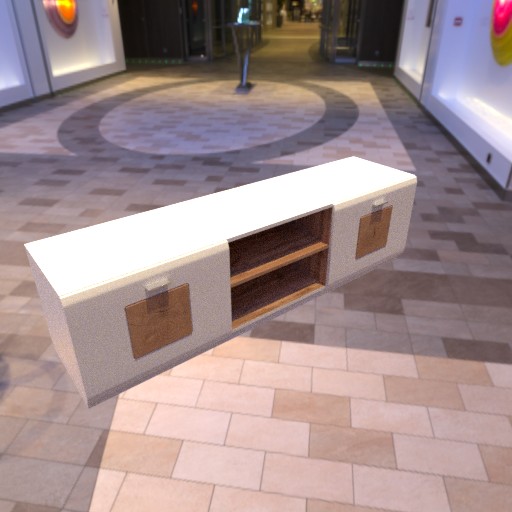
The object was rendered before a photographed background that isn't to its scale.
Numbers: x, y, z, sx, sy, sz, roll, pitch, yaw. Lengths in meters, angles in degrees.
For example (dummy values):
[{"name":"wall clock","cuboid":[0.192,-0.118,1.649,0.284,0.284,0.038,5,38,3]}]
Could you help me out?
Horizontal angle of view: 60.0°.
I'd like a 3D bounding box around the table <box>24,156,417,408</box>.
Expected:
[{"name":"table","cuboid":[0.000,0.000,1.788,1.550,0.440,0.400,-21,35,-32]}]
